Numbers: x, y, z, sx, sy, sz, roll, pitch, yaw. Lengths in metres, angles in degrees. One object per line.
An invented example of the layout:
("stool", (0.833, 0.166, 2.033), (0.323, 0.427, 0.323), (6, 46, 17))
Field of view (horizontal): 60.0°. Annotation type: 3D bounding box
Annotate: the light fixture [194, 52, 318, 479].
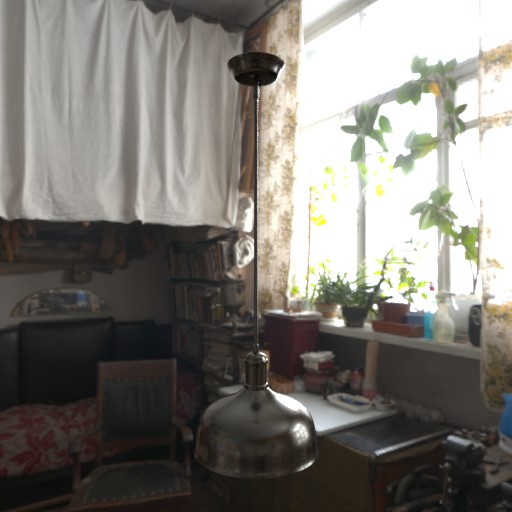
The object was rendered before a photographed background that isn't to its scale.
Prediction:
("light fixture", (0.000, 0.000, 1.082), (0.299, 0.935, 0.299), (0, -1, 17))
